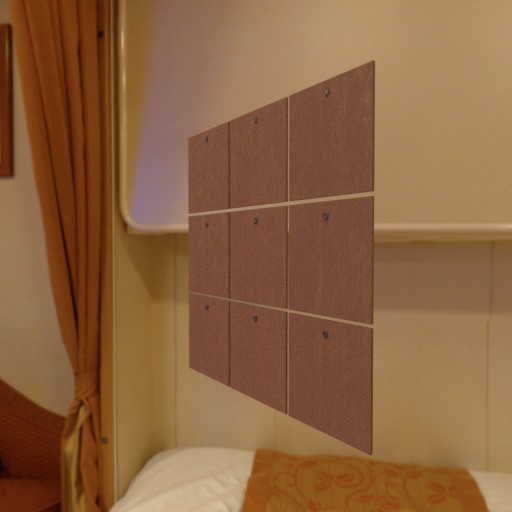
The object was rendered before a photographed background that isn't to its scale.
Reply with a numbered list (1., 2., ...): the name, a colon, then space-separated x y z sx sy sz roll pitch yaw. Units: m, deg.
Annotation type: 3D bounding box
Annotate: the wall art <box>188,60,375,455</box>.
1. wall art: 0.000 0.000 2.325 0.023 1.522 1.526 -1 2 -36
